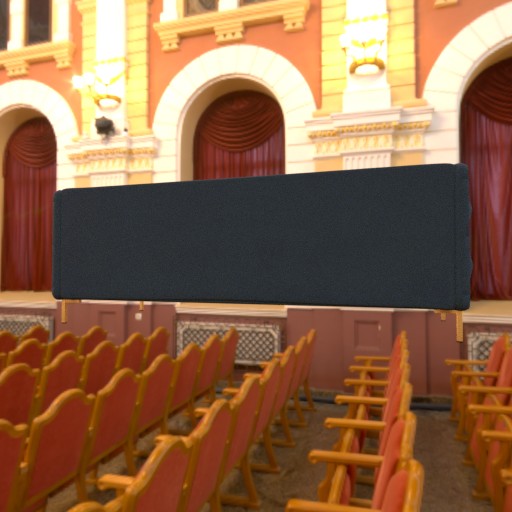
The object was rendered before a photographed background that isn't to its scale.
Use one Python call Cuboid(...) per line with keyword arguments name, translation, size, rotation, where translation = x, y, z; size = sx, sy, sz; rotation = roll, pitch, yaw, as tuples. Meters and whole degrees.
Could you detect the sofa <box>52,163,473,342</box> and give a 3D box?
Cuboid(name="sofa", translation=(0.000, 0.000, 2.595), size=(2.209, 0.771, 0.895), rotation=(-1, -2, 18))
